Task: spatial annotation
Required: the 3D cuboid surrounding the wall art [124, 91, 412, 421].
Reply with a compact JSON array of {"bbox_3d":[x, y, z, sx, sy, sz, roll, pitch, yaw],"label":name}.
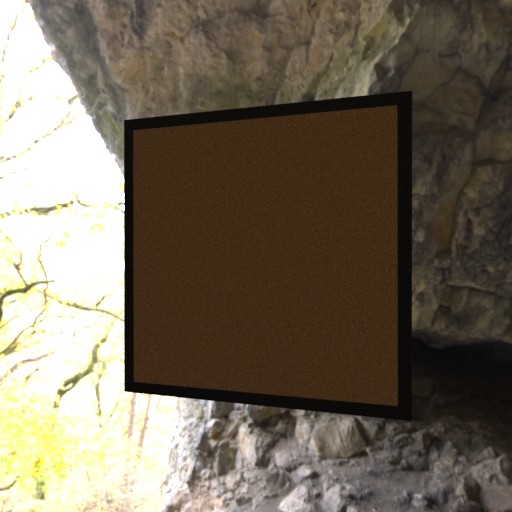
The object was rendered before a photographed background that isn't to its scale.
[{"bbox_3d":[0.000,0.000,1.154,0.765,0.765,0.038,0,0,17],"label":"wall art"}]
